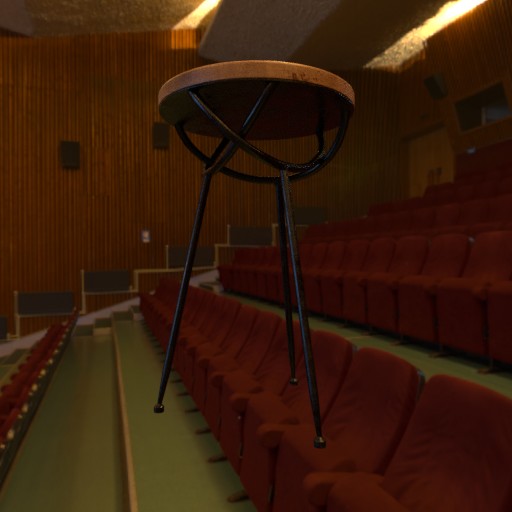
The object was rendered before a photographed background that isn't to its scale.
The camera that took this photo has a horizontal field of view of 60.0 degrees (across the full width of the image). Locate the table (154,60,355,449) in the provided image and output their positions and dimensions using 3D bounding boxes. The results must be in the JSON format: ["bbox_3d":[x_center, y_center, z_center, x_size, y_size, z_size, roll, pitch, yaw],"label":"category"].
[{"bbox_3d":[0.000,0.000,0.946,0.414,0.664,0.418,0,1,-19],"label":"table"}]
